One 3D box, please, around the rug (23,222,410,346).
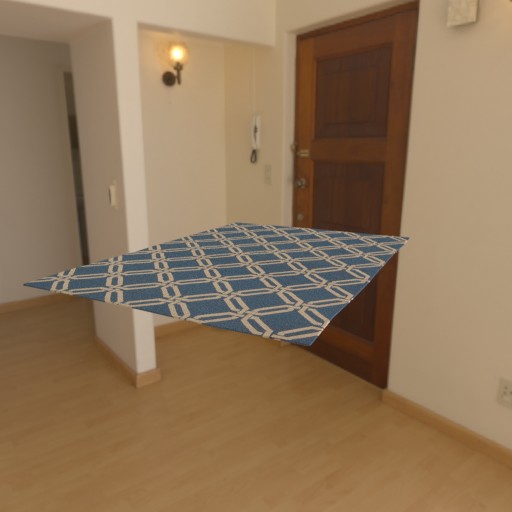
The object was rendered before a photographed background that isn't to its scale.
[{"bbox_3d":[0.000,0.000,2.765,1.524,0.013,2.135,7,15,27],"label":"rug"}]
